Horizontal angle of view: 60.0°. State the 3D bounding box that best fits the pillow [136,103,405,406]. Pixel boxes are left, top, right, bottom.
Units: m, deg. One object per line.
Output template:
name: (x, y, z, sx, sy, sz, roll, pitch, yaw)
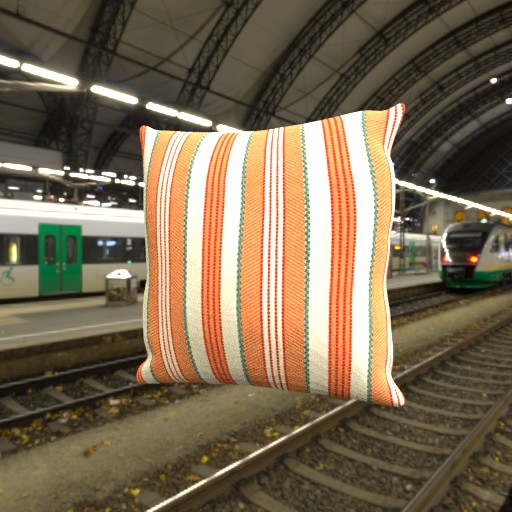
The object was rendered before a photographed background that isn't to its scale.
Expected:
pillow: (0.000, 0.000, 0.689, 0.440, 0.441, 0.182, 0, 0, 19)
